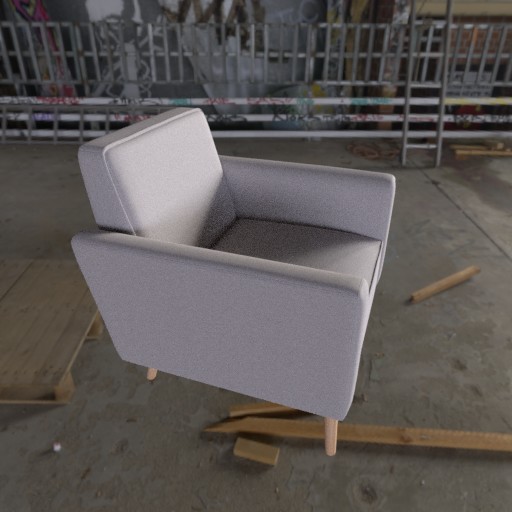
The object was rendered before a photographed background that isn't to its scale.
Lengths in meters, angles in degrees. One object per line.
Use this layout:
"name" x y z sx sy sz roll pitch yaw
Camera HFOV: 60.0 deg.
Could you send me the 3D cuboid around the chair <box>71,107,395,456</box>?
"chair" 0.000 0.000 1.394 0.750 0.780 0.780 10 31 17
